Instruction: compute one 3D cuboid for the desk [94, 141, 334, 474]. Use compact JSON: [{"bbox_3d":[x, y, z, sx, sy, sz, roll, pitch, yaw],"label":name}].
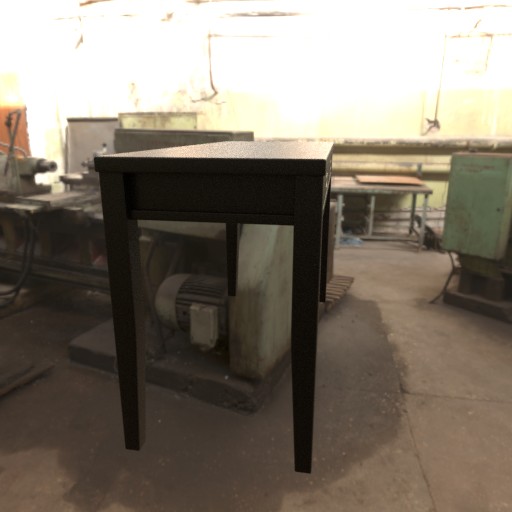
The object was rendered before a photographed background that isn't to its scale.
[{"bbox_3d":[0.000,0.000,1.614,0.508,0.775,1.220,3,16,10],"label":"desk"}]
